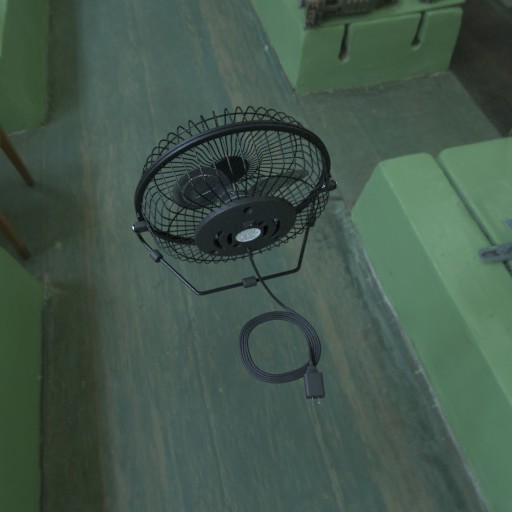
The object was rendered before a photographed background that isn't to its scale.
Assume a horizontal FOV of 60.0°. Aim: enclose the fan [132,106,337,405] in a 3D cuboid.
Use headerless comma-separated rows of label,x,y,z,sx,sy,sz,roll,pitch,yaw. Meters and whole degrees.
fan,0.000,0.000,0.379,0.209,0.188,0.227,-13,58,-8
